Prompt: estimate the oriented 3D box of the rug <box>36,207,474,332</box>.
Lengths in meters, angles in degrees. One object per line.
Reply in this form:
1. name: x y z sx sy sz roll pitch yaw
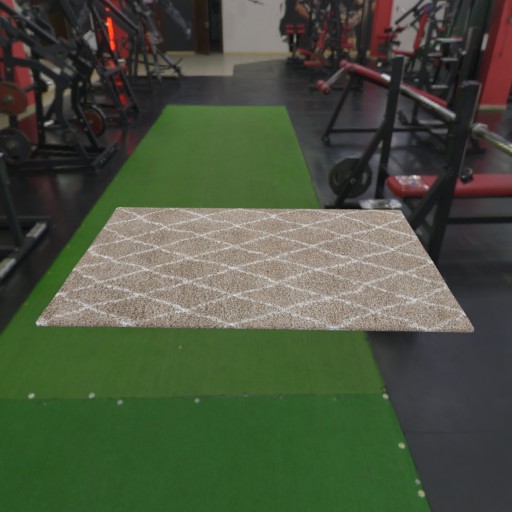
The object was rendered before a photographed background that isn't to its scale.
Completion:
1. rug: 0.000 0.000 3.523 2.743 0.030 1.778 1 30 1
